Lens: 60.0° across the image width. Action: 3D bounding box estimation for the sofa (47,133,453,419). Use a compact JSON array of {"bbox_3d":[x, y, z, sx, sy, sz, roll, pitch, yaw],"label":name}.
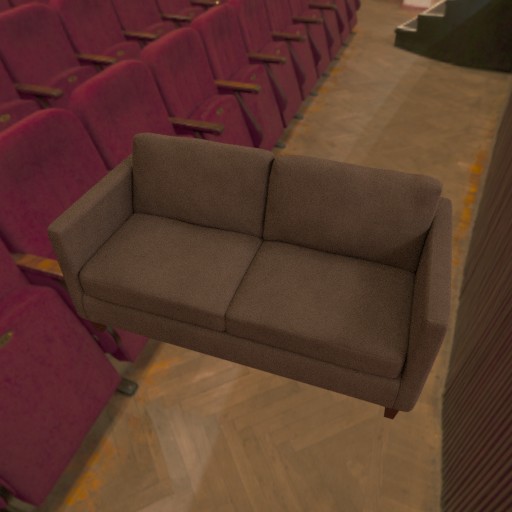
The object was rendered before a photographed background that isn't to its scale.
[{"bbox_3d":[0.000,0.000,2.401,1.884,0.963,0.950,13,42,14],"label":"sofa"}]
